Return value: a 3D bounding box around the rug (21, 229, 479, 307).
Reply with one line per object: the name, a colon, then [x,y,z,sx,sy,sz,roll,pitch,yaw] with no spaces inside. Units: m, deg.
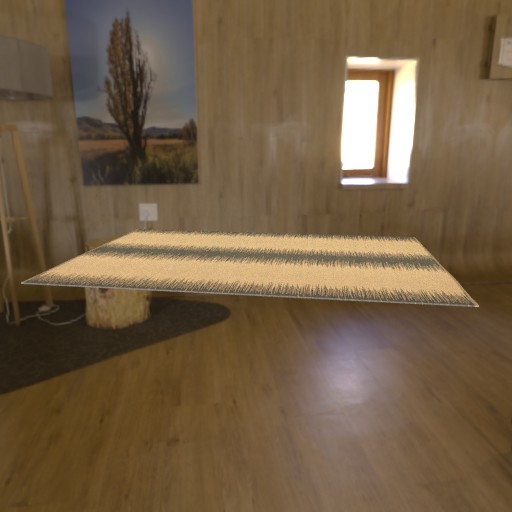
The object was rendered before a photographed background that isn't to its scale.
rug: [0.000,0.000,2.348,1.854,0.006,1.234,2,14,8]
